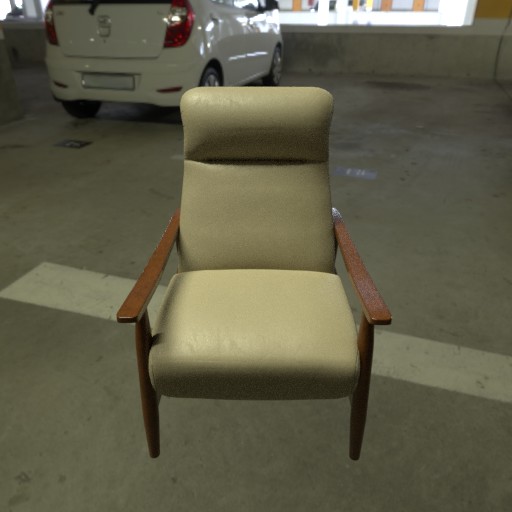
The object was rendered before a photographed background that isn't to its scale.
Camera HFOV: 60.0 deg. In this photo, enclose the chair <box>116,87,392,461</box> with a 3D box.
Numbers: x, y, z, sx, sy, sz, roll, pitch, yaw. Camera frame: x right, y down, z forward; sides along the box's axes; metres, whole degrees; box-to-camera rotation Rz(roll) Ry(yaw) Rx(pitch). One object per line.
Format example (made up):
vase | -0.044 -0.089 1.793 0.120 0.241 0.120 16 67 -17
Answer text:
chair | 0.000 0.000 1.692 0.762 1.082 1.014 0 29 1
